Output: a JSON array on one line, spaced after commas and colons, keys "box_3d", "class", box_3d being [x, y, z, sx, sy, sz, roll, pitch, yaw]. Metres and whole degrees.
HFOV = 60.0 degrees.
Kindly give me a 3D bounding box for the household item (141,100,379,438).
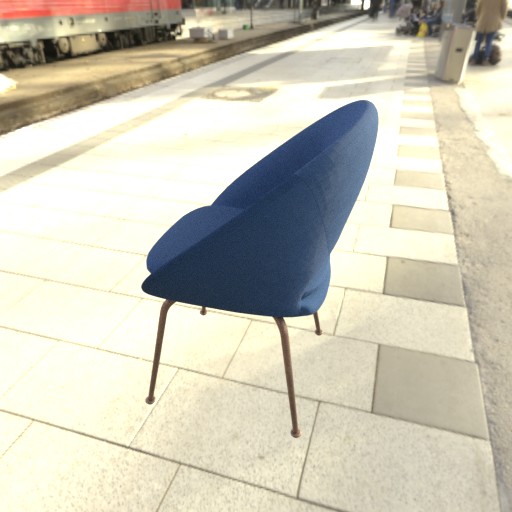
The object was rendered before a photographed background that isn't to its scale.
[{"box_3d": [0.000, 0.000, 1.260, 0.573, 0.852, 0.623, 8, 31, 13], "class": "household item"}]
